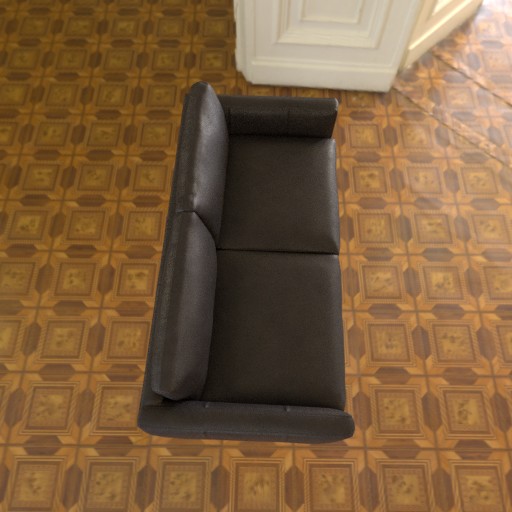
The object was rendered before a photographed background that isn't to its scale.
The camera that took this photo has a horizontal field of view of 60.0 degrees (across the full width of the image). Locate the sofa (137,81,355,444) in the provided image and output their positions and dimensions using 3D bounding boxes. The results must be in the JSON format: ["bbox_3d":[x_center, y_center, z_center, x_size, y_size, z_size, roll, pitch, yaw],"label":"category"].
[{"bbox_3d":[0.000,0.000,2.319,0.947,0.883,1.805,0,65,0],"label":"sofa"}]
